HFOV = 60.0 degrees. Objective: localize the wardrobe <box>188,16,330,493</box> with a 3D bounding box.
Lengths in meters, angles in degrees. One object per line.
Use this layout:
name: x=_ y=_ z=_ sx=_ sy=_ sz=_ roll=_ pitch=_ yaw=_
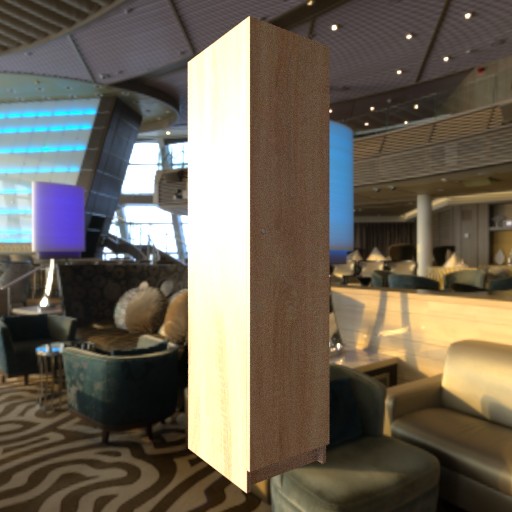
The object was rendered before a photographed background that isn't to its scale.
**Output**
wardrobe: x=0.000 y=0.000 z=2.339 sx=0.496 sy=2.117 sz=0.588 roll=0 pitch=0 yaw=-36
